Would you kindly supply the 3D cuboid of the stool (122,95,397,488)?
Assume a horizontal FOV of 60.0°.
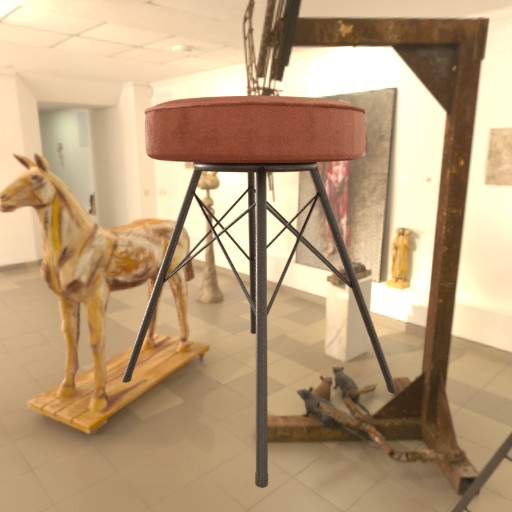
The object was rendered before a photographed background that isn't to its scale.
[{"bbox_3d":[0.000,0.000,0.911,0.421,0.593,0.457,-13,18,-42],"label":"stool"}]
